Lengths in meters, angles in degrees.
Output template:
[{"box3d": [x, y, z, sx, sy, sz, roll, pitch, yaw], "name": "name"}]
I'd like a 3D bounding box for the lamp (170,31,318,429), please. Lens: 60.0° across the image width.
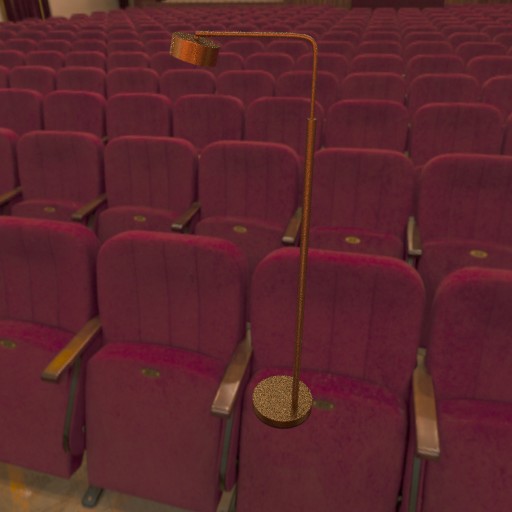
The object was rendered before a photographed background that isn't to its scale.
[{"box3d": [0.000, 0.000, 1.359, 0.418, 1.230, 0.219, 7, 30, 13], "name": "lamp"}]
